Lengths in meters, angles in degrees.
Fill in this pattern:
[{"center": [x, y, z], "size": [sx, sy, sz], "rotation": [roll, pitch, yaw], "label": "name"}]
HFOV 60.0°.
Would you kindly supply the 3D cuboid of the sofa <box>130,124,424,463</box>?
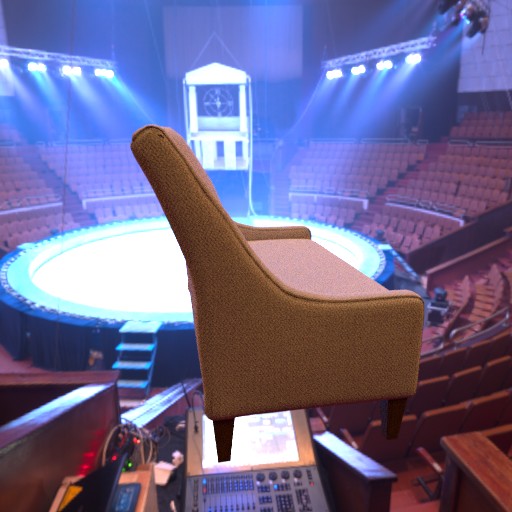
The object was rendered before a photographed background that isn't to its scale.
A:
[{"center": [0.000, 0.000, 1.860], "size": [0.870, 1.022, 1.242], "rotation": [-3, 15, -11], "label": "sofa"}]
